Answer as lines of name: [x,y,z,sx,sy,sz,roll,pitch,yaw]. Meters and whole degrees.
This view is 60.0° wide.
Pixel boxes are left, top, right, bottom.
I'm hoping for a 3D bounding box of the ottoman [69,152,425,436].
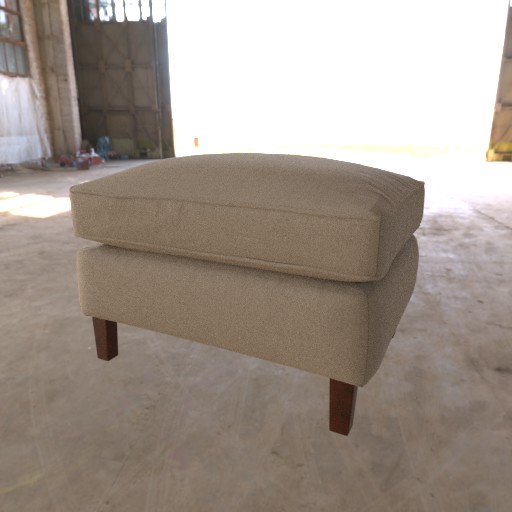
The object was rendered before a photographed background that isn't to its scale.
ottoman: [0.000,0.000,1.010,0.665,0.456,0.501,8,19,26]
